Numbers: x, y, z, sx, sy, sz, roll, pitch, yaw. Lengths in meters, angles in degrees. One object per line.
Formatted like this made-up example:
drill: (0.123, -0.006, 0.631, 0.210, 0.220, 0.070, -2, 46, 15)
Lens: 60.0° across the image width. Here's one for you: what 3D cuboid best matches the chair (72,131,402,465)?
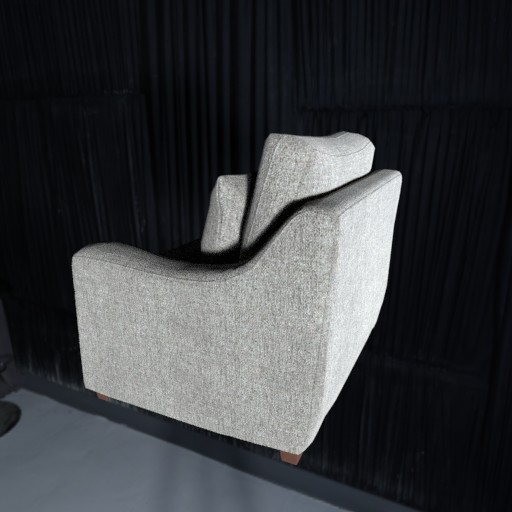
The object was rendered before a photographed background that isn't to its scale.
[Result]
chair: (0.000, 0.000, 1.906, 1.009, 1.037, 1.138, 8, 18, 24)
